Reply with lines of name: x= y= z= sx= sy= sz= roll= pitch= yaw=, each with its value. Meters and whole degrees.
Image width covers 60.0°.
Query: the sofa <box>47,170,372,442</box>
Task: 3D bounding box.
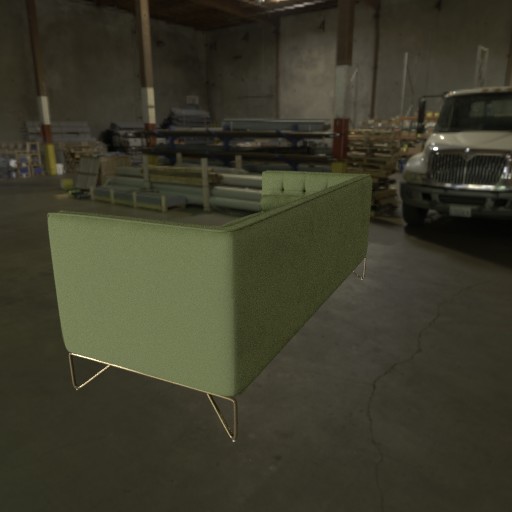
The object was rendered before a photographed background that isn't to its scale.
sofa: x=0.000 y=0.000 z=2.546 sx=0.867 sy=0.789 sz=2.087 roll=8 pitch=18 yaw=25
